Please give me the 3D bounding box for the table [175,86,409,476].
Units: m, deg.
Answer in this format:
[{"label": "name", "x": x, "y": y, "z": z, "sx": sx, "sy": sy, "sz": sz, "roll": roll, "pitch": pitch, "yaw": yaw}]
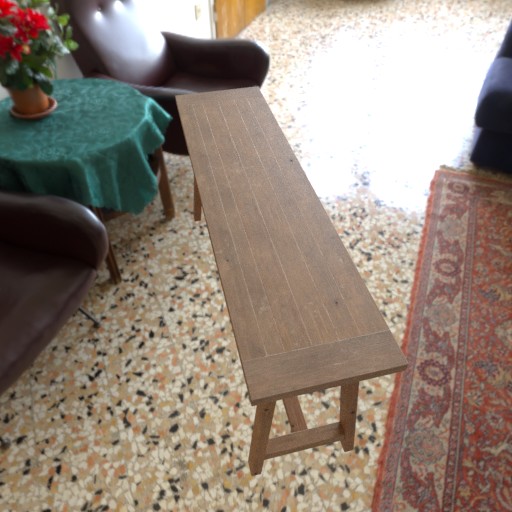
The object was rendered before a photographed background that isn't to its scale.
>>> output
[{"label": "table", "x": 0.000, "y": 0.000, "z": 2.131, "sx": 0.465, "sy": 0.810, "sz": 1.800, "roll": -10, "pitch": 47, "yaw": -9}]
